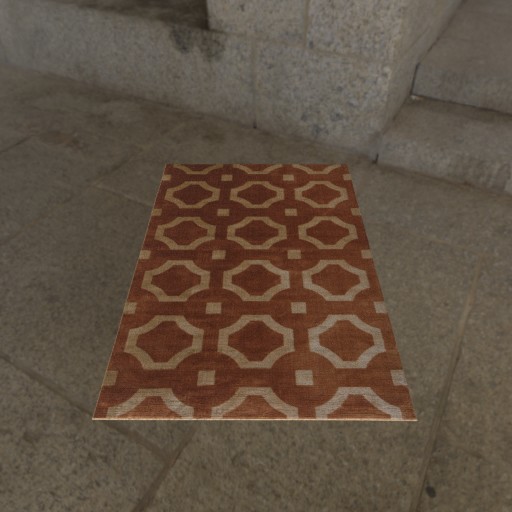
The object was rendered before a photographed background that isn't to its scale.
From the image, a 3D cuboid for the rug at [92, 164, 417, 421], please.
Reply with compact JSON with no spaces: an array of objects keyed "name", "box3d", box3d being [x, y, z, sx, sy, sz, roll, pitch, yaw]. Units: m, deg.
[{"name":"rug","box3d":[0.000,0.000,2.948,1.555,0.016,2.286,0,43,0]}]
